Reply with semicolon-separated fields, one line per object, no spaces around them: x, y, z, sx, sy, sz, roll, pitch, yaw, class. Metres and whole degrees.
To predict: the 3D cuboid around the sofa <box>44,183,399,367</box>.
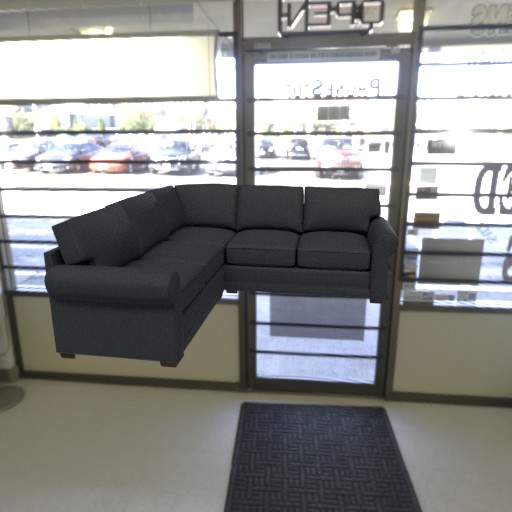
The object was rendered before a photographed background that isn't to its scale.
0.000;0.000;3.975;2.562;1.042;2.487;2;16;9;sofa
